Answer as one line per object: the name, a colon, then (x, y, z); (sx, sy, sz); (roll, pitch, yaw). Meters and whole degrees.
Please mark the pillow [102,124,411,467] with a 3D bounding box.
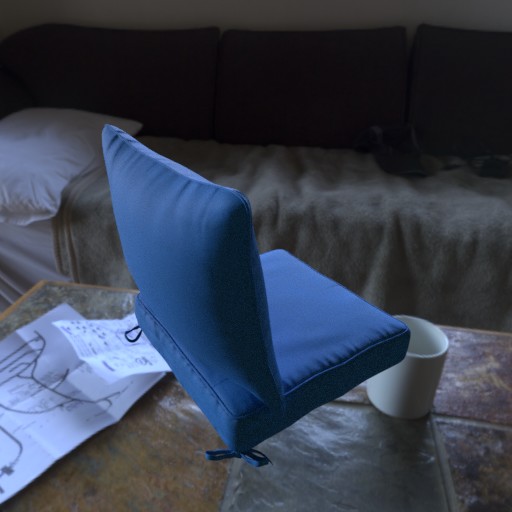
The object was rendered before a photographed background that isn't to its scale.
pillow: (0.000, 0.000, 1.334); (0.733, 0.725, 0.798); (-18, 32, -30)
